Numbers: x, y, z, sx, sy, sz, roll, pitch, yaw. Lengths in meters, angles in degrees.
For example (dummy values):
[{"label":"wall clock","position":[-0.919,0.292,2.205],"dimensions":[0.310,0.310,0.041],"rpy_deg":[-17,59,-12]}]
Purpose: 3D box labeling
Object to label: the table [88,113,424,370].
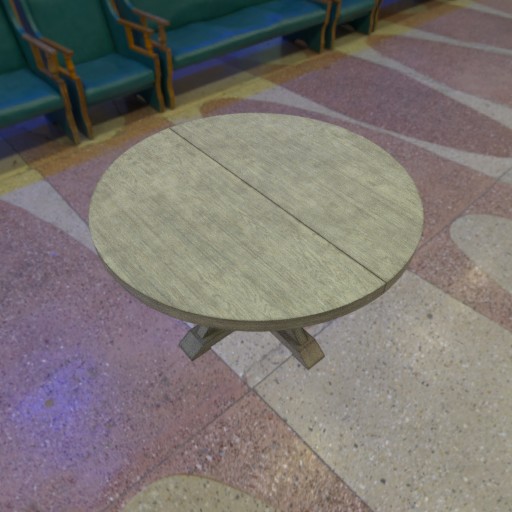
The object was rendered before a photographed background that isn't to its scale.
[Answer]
[{"label":"table","position":[0.000,0.000,2.133],"dimensions":[1.363,0.781,1.363],"rpy_deg":[0,45,0]}]
